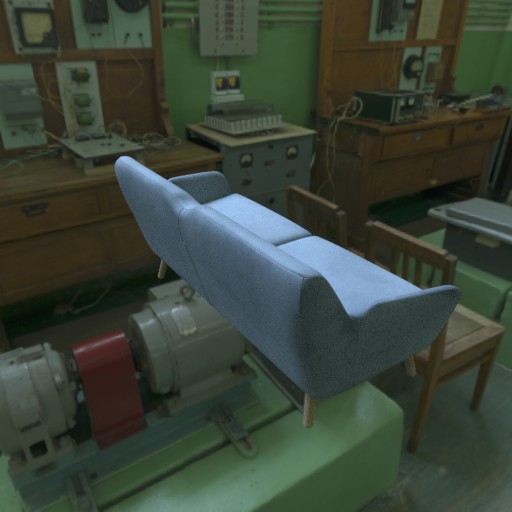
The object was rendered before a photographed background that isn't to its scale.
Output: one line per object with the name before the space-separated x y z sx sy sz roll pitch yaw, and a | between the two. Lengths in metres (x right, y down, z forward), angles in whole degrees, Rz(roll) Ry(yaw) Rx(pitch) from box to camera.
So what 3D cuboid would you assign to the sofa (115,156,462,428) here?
sofa | 0.000 0.000 2.317 0.850 0.810 1.870 -18 33 -30
